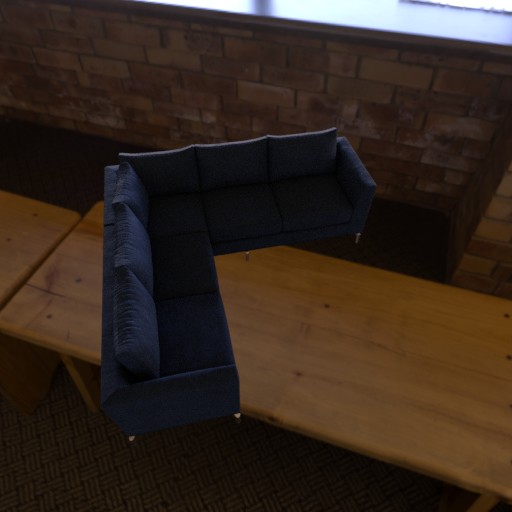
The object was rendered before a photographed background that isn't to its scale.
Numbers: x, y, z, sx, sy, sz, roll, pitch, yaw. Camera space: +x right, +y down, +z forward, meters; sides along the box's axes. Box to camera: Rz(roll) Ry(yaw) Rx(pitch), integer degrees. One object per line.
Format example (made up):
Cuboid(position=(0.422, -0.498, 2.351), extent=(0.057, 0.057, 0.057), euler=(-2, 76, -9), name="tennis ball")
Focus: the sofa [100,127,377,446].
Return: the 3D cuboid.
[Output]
Cuboid(position=(0.000, 0.000, 3.835), extent=(2.463, 0.988, 2.472), euler=(-9, 48, -8), name="sofa")
